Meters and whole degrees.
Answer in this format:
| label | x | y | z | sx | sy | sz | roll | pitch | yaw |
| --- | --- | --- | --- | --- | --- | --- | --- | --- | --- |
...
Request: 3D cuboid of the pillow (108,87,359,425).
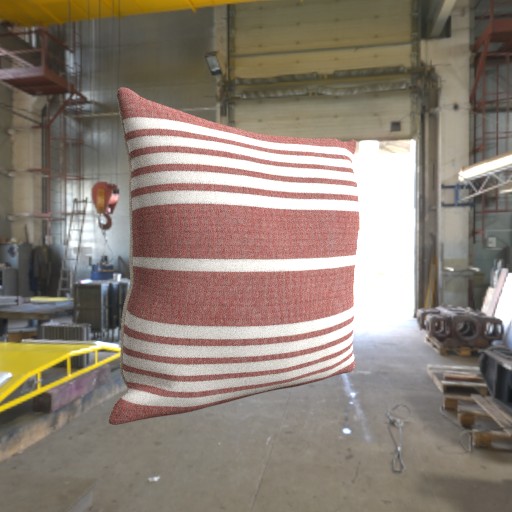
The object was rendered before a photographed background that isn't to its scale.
| label | x | y | z | sx | sy | sz | roll | pitch | yaw |
| --- | --- | --- | --- | --- | --- | --- | --- | --- | --- |
| pillow | 0.000 | 0.000 | 0.674 | 0.439 | 0.427 | 0.182 | 0 | 1 | -35 |
